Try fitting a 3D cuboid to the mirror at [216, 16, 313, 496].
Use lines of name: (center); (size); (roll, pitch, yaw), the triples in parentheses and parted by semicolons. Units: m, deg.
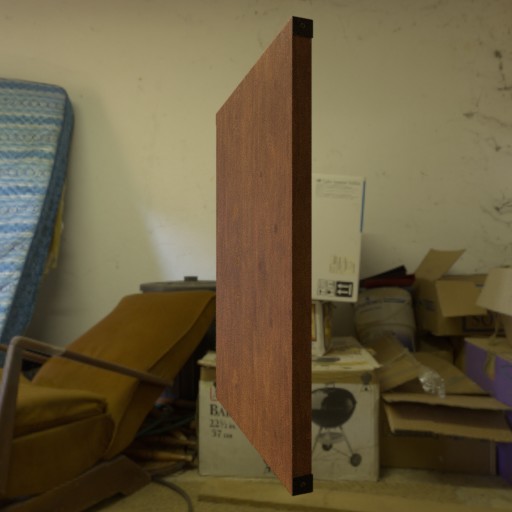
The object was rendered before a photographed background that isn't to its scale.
mirror: (0.000, 0.000, 0.951); (0.053, 0.761, 0.517); (0, 0, -19)
